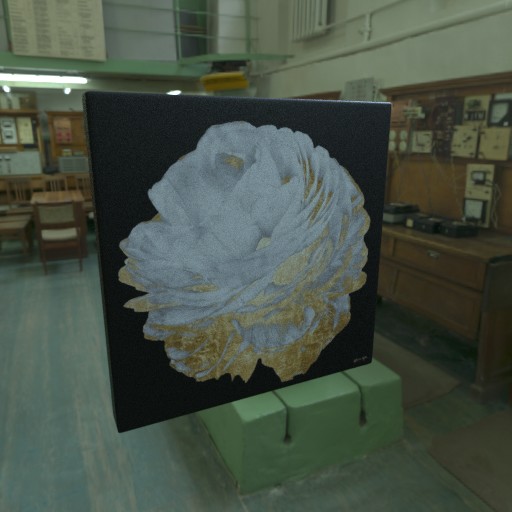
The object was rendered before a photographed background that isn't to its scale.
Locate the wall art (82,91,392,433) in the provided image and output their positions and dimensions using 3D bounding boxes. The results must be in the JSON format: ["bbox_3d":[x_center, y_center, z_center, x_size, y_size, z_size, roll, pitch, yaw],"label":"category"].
[{"bbox_3d":[0.000,0.000,0.607,0.406,0.407,0.041,-7,17,-25],"label":"wall art"}]
